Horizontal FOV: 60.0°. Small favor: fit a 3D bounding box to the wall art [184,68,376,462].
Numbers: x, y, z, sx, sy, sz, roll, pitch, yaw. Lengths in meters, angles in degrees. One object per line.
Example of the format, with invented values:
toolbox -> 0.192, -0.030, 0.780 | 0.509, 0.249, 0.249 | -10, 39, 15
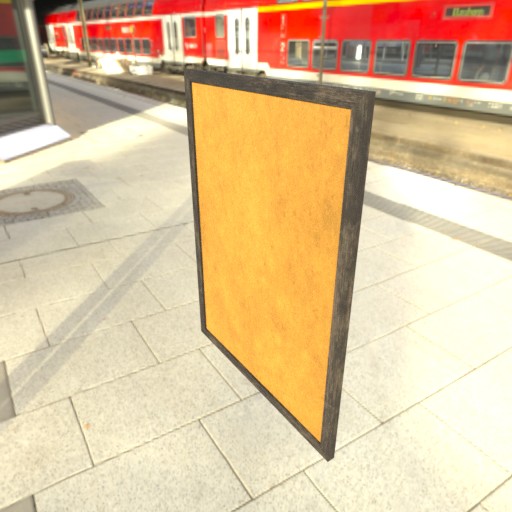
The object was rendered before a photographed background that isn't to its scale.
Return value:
wall art -> 0.000, 0.000, 1.422 | 0.029, 1.066, 0.812 | -17, 31, -31
